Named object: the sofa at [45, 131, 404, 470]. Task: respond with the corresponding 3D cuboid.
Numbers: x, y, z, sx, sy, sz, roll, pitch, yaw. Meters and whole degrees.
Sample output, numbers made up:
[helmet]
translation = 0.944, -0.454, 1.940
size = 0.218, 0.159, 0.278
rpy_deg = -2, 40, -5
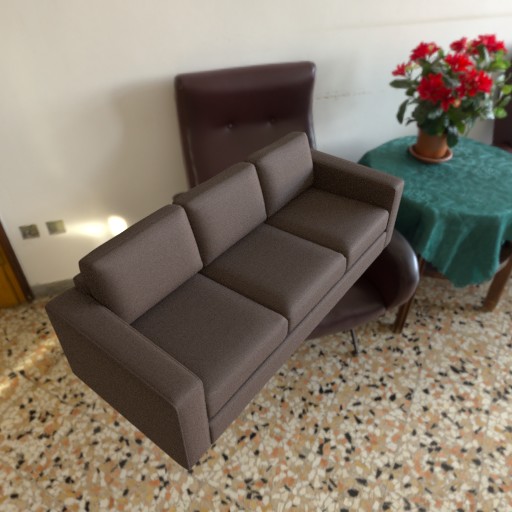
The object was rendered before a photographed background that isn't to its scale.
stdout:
[sofa]
translation = 0.000, 0.000, 2.643
size = 0.900, 0.806, 2.160
rpy_deg = 26, 46, 28
